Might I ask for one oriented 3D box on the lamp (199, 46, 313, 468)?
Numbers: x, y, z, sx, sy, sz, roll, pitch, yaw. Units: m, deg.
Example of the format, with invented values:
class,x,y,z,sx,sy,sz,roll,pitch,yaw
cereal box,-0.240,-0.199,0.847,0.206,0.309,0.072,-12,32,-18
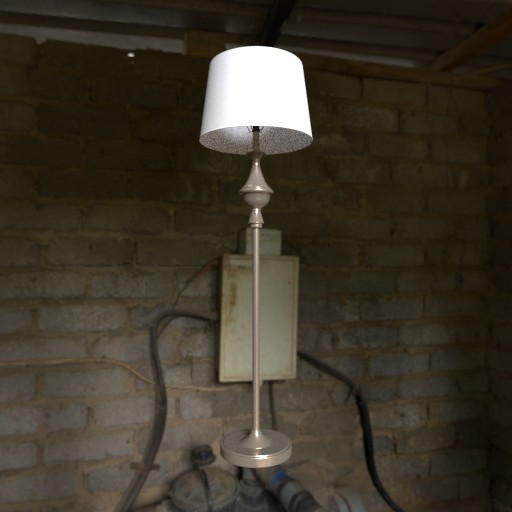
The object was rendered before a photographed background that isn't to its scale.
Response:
class,x,y,z,sx,sy,sz,roll,pitch,yaw
lamp,0.000,0.000,1.692,0.431,1.488,0.431,0,0,0
